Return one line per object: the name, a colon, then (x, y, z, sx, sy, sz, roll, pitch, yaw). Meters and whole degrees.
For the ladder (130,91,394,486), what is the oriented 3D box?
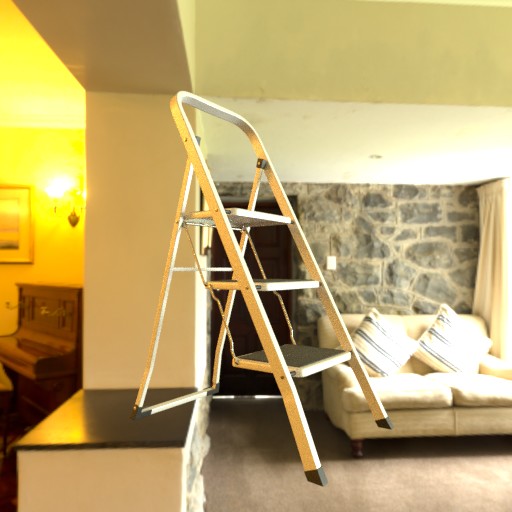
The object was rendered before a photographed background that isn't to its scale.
ladder: (0.000, 0.000, 1.395, 0.711, 1.050, 0.460, -1, -2, 36)
